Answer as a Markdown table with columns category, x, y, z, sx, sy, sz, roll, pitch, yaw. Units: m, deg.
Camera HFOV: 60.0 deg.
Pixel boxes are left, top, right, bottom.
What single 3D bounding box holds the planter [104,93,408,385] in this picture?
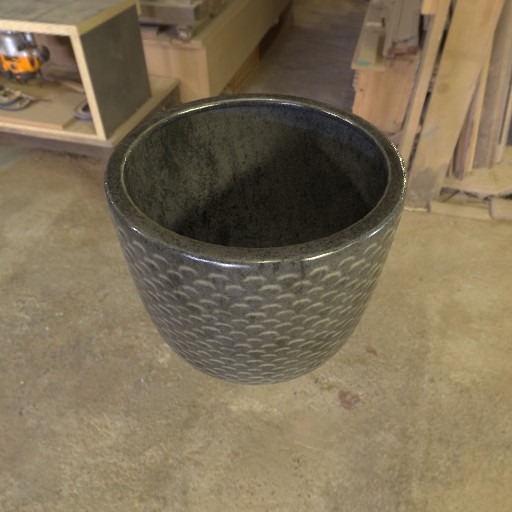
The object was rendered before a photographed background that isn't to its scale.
| category | x | y | z | sx | sy | sz | roll | pitch | yaw |
| --- | --- | --- | --- | --- | --- | --- | --- | --- | --- |
| planter | 0.000 | 0.000 | 0.251 | 0.140 | 0.129 | 0.140 | 0 | 45 | 0 |
